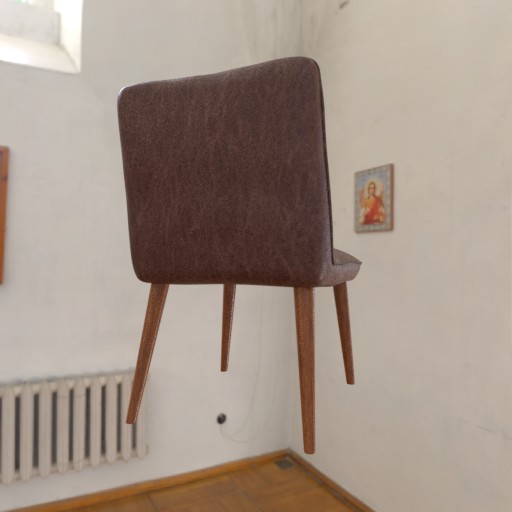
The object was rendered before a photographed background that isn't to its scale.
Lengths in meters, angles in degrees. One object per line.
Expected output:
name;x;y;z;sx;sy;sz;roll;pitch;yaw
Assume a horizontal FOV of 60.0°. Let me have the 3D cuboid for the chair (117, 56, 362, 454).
chair;0.000;0.000;1.223;0.543;0.803;0.645;0;0;17
